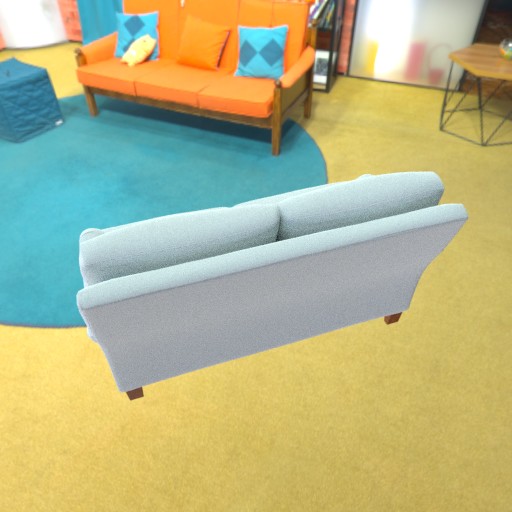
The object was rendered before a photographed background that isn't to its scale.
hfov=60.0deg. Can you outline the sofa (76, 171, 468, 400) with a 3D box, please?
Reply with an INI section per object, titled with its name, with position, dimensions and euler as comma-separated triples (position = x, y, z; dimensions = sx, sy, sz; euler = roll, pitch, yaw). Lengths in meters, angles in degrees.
[sofa]
position = 0.000, 0.000, 2.538
dimensions = 1.853, 1.101, 1.084
euler = -13, 43, -14
